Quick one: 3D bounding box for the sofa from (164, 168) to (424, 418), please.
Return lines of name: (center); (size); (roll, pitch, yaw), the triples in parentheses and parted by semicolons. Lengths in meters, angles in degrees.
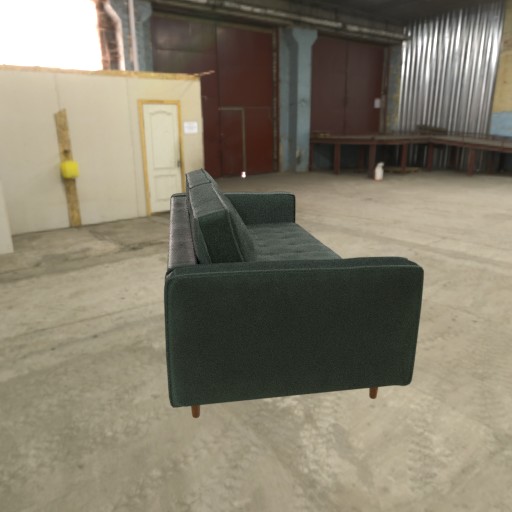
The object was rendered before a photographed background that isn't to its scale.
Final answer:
sofa: (0.000, 0.000, 2.296); (0.886, 0.781, 1.816); (-3, 16, -9)
